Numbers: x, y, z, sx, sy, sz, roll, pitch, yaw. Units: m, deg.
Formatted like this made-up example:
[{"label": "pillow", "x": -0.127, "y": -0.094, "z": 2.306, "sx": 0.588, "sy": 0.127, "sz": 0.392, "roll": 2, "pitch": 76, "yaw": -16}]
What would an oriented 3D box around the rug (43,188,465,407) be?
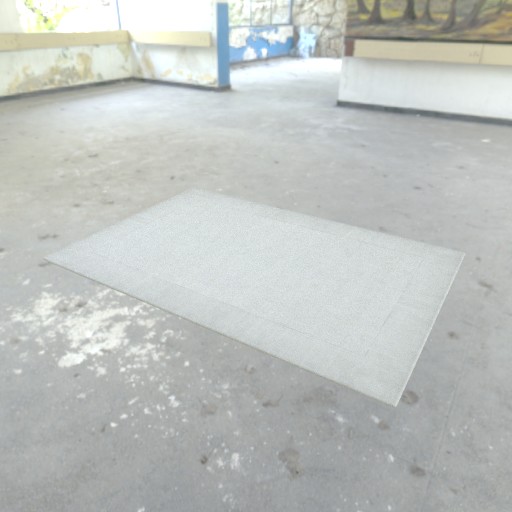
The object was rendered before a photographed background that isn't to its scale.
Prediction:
[{"label": "rug", "x": 0.000, "y": 0.000, "z": 2.300, "sx": 1.829, "sy": 0.013, "sz": 1.219, "roll": 17, "pitch": 33, "yaw": 28}]
